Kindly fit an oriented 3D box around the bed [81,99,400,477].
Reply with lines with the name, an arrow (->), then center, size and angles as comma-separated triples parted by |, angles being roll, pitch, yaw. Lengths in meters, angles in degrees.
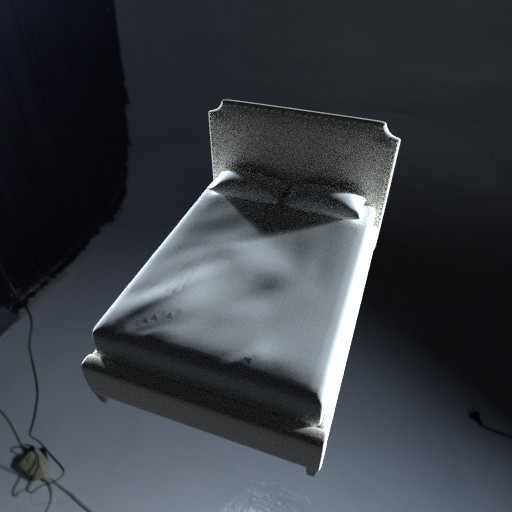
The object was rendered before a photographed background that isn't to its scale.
bed -> 0.000, 0.000, 3.430 | 1.712, 1.443, 2.365 | 13, 43, 15
